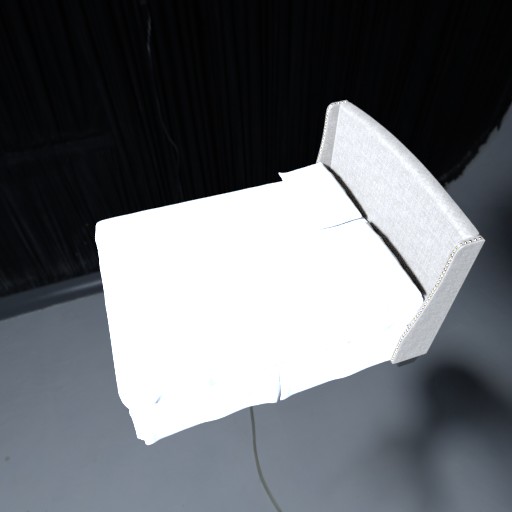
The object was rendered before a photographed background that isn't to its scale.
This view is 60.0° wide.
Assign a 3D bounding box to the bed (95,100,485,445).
[{"bbox_3d":[0.000,0.000,3.271,2.237,1.407,1.710,-14,48,-13],"label":"bed"}]
